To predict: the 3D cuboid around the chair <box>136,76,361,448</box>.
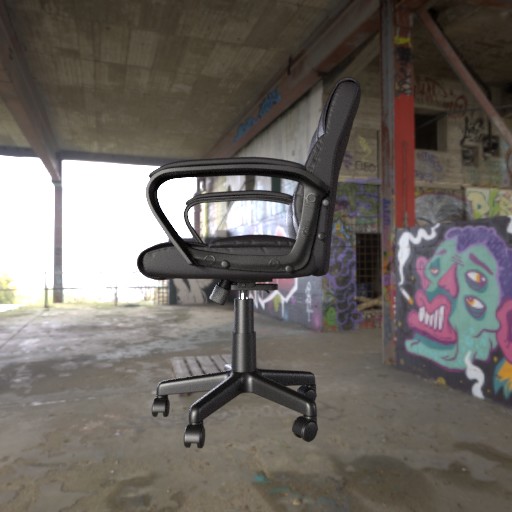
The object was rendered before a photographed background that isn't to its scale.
[{"bbox_3d":[0.000,0.000,1.396,0.641,0.998,0.576,0,-1,1],"label":"chair"}]
